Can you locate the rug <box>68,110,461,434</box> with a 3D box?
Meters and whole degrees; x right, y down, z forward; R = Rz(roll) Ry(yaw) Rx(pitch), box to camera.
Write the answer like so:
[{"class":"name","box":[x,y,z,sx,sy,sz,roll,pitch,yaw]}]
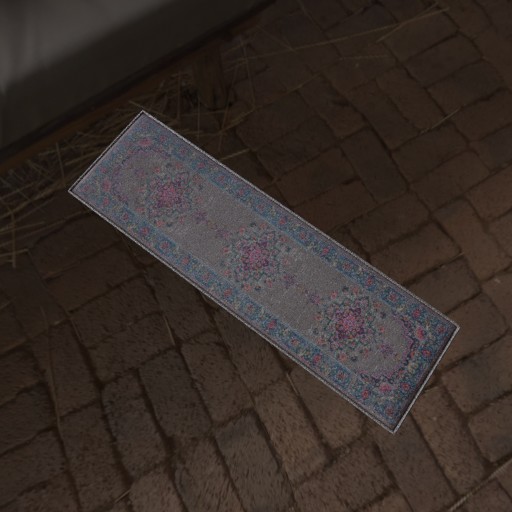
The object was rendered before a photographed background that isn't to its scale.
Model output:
[{"class":"rug","box":[0.000,0.000,2.025,1.827,0.012,0.553,35,77,9]}]
